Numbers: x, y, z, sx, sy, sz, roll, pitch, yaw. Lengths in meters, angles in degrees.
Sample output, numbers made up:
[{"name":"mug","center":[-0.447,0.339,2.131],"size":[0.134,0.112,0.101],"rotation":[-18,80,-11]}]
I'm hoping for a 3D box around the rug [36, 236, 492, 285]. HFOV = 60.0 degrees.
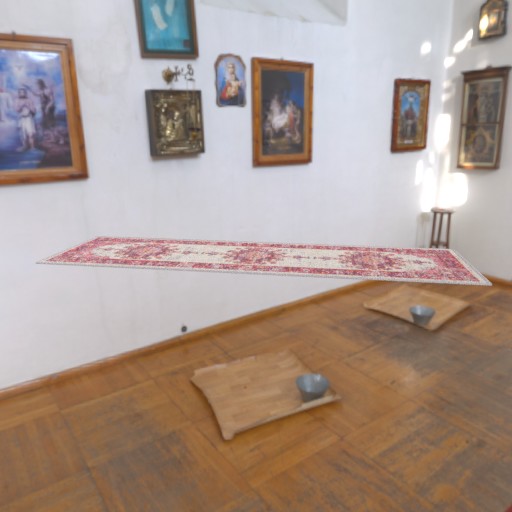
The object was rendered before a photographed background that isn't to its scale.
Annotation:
[{"name":"rug","center":[0.000,0.000,2.511],"size":[2.294,0.011,0.666],"rotation":[2,15,9]}]
